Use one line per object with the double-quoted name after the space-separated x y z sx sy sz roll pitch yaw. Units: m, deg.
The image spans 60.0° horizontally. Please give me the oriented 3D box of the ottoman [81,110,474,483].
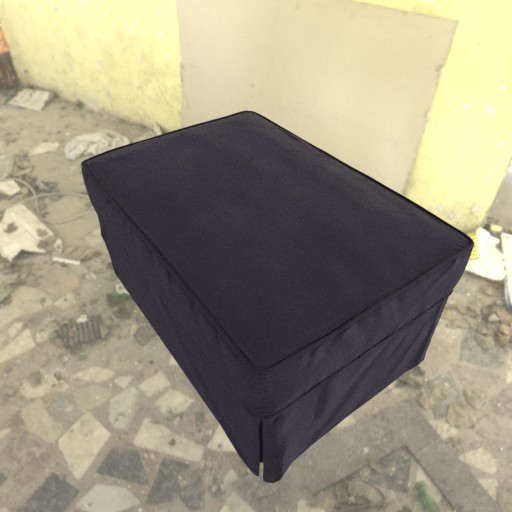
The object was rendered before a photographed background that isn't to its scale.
0.000 0.000 1.271 0.637 0.503 0.938 -25 47 -26 "ottoman"
